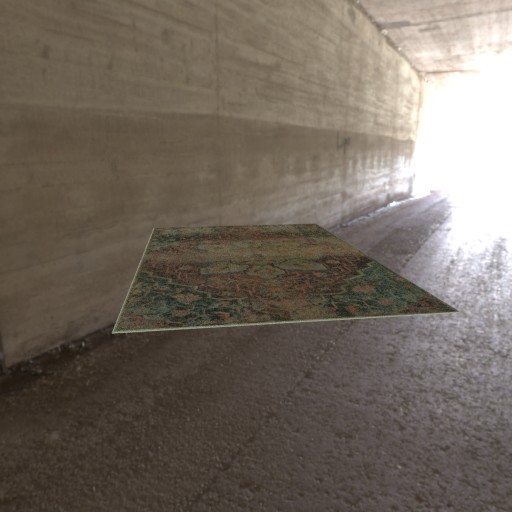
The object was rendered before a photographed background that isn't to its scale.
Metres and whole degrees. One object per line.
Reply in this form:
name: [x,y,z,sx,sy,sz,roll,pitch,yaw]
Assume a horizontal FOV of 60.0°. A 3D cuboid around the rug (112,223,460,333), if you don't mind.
rug: [0.000,0.000,3.014,1.566,0.004,2.363,-2,14,-7]
